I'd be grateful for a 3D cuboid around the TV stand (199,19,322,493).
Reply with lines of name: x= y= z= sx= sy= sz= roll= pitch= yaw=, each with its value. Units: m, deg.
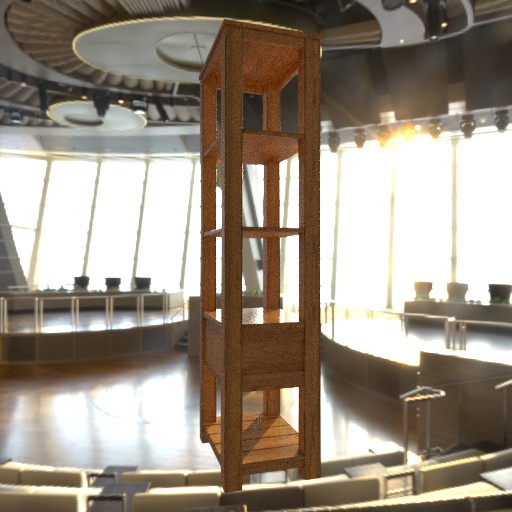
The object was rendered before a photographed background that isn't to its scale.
TV stand: x=0.000 y=0.000 z=2.033 sx=0.435 sy=1.828 sz=0.565 roll=0 pitch=-1 yaw=-17
